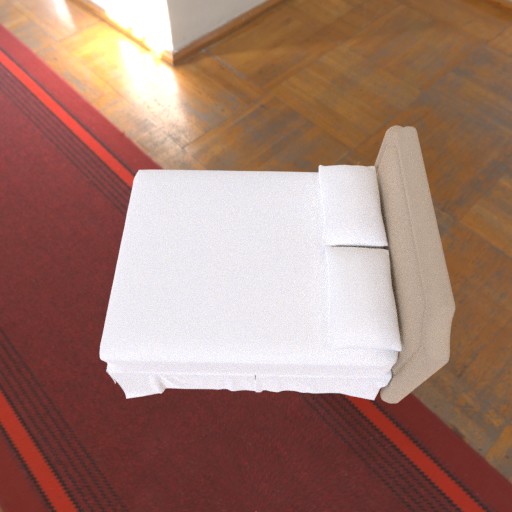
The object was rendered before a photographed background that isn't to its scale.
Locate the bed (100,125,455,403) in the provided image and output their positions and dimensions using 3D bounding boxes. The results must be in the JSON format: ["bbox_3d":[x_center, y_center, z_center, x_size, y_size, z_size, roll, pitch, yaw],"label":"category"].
[{"bbox_3d":[0.000,0.000,3.281,2.204,1.301,1.828,1,60,1],"label":"bed"}]
